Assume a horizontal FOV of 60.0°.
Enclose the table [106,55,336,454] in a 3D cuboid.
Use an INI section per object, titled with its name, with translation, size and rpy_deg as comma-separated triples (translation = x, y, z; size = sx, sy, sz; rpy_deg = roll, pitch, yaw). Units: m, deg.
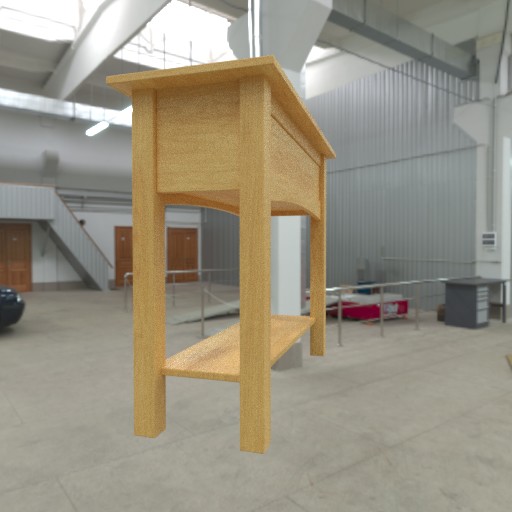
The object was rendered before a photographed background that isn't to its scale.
[table]
translation = 0.000, 0.000, 1.258
size = 0.340, 0.728, 0.900
rpy_deg = 0, 2, 17
